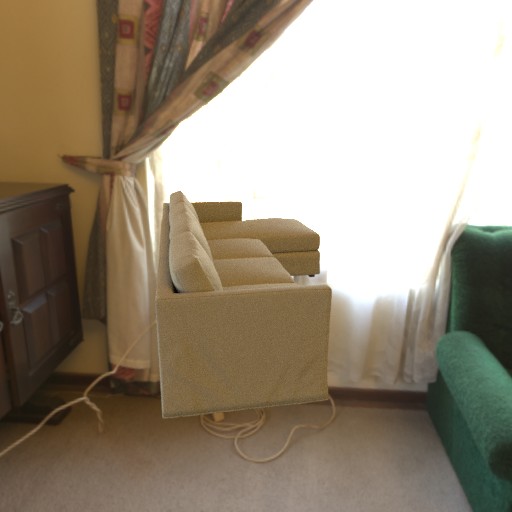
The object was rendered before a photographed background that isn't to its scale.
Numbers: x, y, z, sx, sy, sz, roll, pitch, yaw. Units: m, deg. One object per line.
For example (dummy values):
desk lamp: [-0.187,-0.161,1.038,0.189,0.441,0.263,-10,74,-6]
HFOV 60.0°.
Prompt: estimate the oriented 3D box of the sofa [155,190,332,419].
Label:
sofa: [0.000,0.000,3.889,1.622,0.867,3.177,-3,16,-10]
